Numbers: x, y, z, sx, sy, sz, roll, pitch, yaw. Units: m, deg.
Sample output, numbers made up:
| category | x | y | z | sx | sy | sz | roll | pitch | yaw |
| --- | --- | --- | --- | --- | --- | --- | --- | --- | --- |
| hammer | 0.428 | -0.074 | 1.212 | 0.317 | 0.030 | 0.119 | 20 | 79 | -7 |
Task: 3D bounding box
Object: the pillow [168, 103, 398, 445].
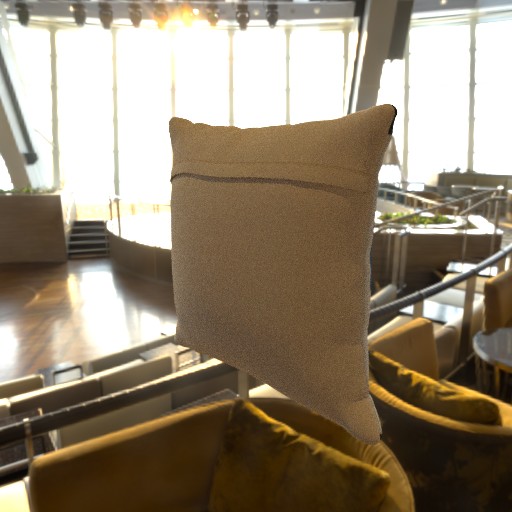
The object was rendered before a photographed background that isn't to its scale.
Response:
| category | x | y | z | sx | sy | sz | roll | pitch | yaw |
| --- | --- | --- | --- | --- | --- | --- | --- | --- | --- |
| pillow | 0.000 | 0.000 | 0.801 | 0.229 | 0.506 | 0.536 | -12 | 18 | -43 |
